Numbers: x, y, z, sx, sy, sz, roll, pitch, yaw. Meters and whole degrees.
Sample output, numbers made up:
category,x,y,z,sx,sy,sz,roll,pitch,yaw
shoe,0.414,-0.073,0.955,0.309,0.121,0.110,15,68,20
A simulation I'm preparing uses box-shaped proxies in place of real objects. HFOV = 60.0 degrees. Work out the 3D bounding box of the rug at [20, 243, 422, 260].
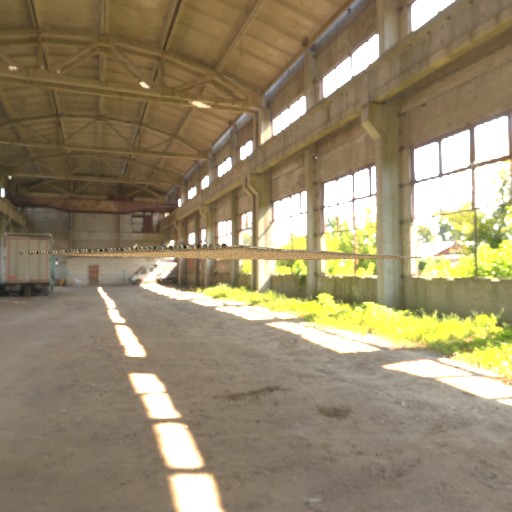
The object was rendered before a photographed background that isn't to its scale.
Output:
category,x,y,z,sx,sy,sz,roll,pitch,yaw
rug,0.000,0.000,3.010,1.530,0.025,2.431,-1,-2,36
